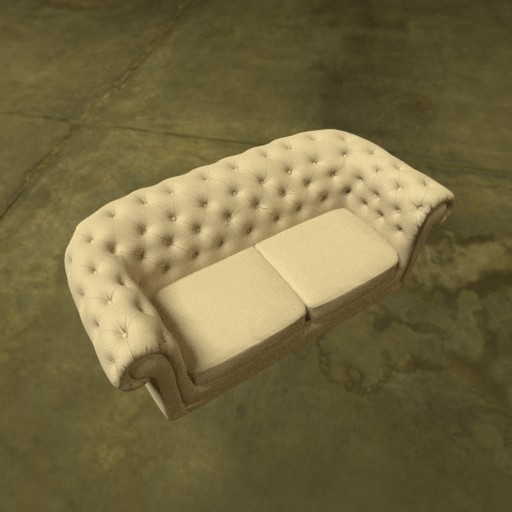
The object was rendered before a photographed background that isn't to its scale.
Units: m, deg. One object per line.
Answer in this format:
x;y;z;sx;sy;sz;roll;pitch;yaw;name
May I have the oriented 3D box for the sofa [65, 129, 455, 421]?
0.000;0.000;2.579;1.988;0.835;1.069;-25;52;-22;sofa
